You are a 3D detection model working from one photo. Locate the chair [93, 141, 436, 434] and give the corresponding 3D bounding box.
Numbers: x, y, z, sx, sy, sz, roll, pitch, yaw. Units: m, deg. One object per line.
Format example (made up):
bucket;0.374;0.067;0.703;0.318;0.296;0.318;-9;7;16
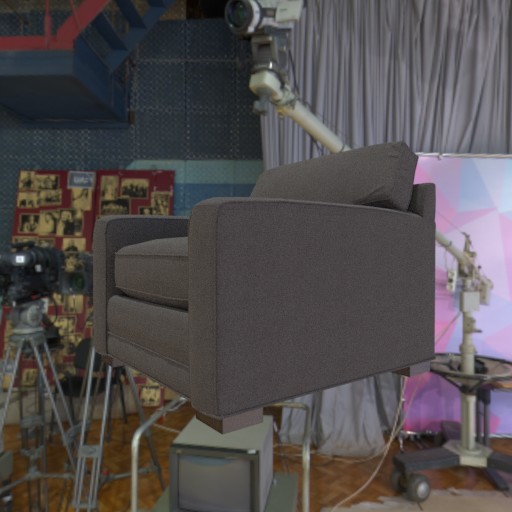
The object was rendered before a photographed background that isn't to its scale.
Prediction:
chair;0.000;0.000;1.824;1.043;0.913;0.997;-1;1;-37
